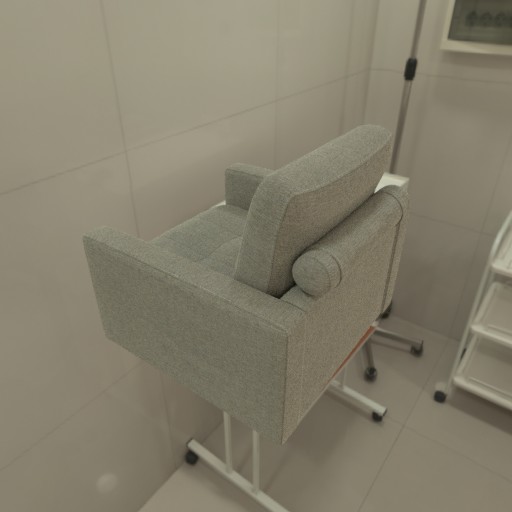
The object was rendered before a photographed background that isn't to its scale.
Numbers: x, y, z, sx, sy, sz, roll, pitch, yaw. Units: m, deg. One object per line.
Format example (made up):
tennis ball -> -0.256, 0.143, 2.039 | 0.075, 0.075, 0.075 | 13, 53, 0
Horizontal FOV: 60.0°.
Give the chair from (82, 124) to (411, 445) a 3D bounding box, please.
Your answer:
chair -> 0.000, 0.000, 1.550 | 0.843, 0.880, 0.821 | 21, 38, 30
